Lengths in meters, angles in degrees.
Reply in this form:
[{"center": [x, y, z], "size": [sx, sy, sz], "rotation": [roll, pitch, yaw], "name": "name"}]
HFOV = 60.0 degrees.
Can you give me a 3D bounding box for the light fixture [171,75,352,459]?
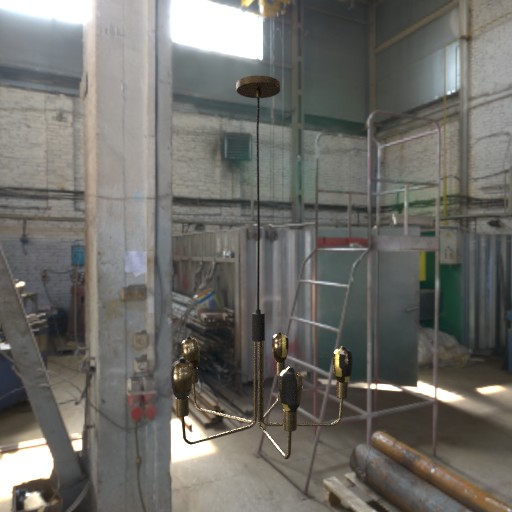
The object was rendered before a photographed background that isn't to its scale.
[{"center": [0.000, 0.000, 1.399], "size": [0.588, 1.059, 0.532], "rotation": [0, 1, 18], "name": "light fixture"}]
